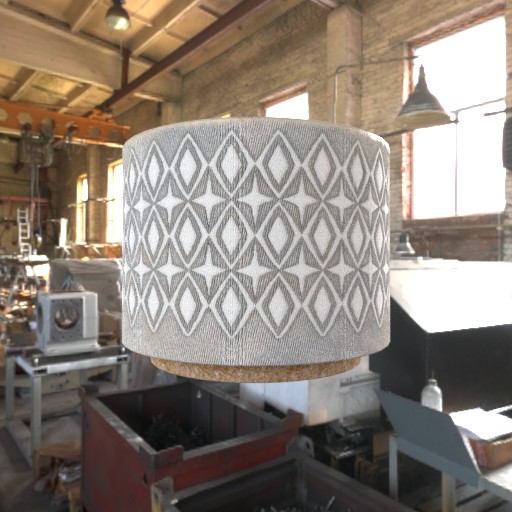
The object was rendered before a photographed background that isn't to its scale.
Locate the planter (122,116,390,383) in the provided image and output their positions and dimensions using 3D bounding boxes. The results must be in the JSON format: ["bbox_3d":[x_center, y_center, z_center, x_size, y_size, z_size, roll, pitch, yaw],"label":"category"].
[{"bbox_3d":[0.000,0.000,0.284,0.164,0.127,0.164,0,0,0],"label":"planter"}]
